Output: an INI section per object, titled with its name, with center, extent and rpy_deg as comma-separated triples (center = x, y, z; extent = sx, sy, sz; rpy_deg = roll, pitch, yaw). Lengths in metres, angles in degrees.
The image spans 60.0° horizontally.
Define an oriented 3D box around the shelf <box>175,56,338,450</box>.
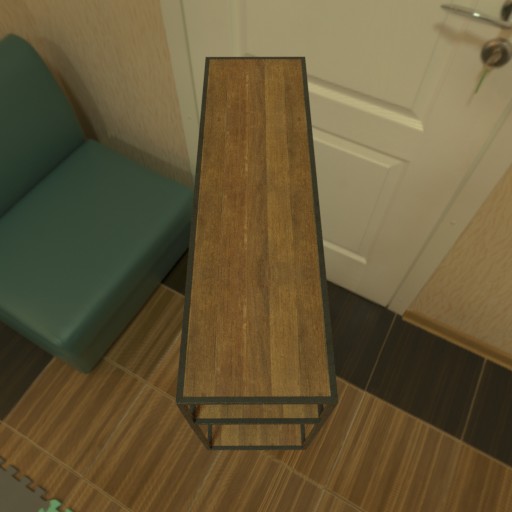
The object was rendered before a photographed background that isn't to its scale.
[shelf]
center = 0.000, 0.000, 1.601
extent = 0.361, 0.765, 1.201
rpy_deg = 0, 59, 0
